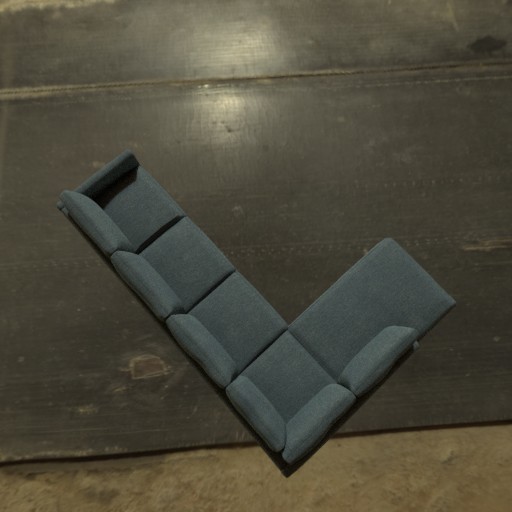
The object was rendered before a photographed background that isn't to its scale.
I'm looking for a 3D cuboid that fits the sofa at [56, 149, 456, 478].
[{"bbox_3d":[0.000,0.000,3.864,2.007,0.815,2.949,-41,79,-9],"label":"sofa"}]
